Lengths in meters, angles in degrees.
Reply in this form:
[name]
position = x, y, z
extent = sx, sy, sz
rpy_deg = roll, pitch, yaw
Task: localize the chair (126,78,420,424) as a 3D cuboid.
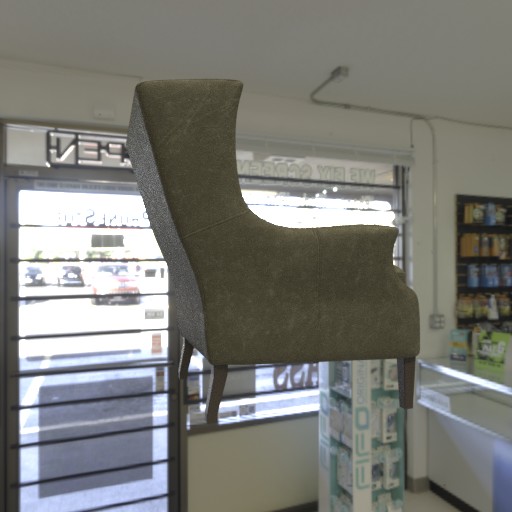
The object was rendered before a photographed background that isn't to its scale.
[chair]
position = 0.000, 0.000, 1.681
extent = 0.926, 1.016, 0.853
rpy_deg = 0, -1, -19
